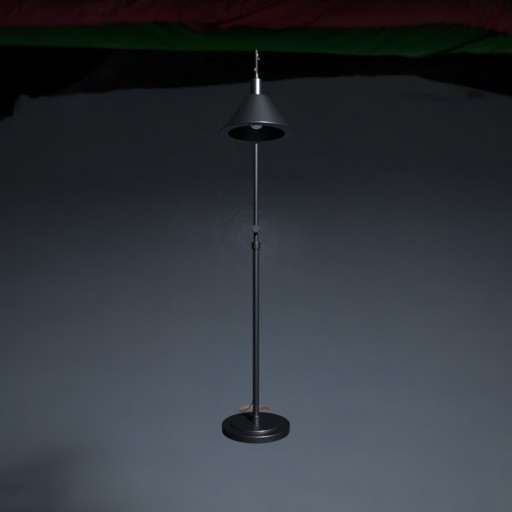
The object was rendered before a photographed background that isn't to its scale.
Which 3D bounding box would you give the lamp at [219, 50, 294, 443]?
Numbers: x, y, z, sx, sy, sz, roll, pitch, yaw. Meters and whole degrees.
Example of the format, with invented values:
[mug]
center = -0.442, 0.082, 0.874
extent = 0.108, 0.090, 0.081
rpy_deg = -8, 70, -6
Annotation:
[lamp]
center = 0.000, 0.000, 2.028
extent = 0.319, 1.626, 0.904
rpy_deg = 0, -1, 0
